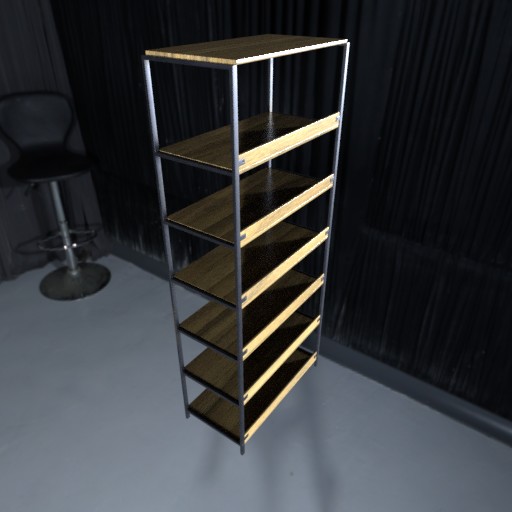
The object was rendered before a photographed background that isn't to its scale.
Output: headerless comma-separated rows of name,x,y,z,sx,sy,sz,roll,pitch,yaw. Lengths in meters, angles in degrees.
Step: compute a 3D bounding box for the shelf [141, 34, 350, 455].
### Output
shelf,0.000,0.000,2.327,0.431,2.015,0.847,21,37,30
